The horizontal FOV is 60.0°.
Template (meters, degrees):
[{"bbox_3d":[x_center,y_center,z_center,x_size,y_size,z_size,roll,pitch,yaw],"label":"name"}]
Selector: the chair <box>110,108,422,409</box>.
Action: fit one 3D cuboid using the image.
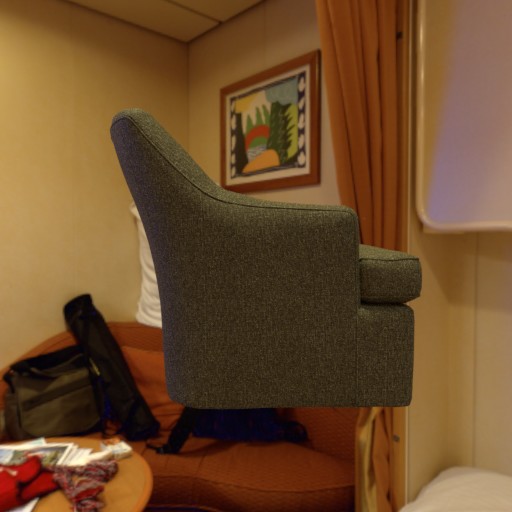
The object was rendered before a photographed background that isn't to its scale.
[{"bbox_3d":[0.000,0.000,1.568,0.923,0.856,0.864,0,2,1],"label":"chair"}]
